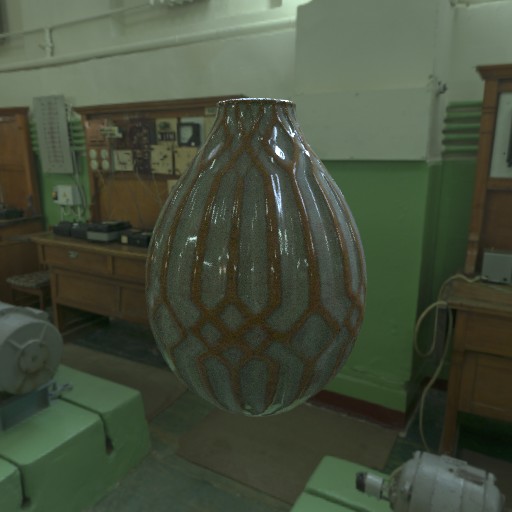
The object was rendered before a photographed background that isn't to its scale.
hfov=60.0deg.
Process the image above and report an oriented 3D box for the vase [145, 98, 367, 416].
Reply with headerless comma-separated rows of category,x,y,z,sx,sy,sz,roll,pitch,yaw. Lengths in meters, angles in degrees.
vase,0.000,0.000,0.266,0.131,0.175,0.131,0,13,0
